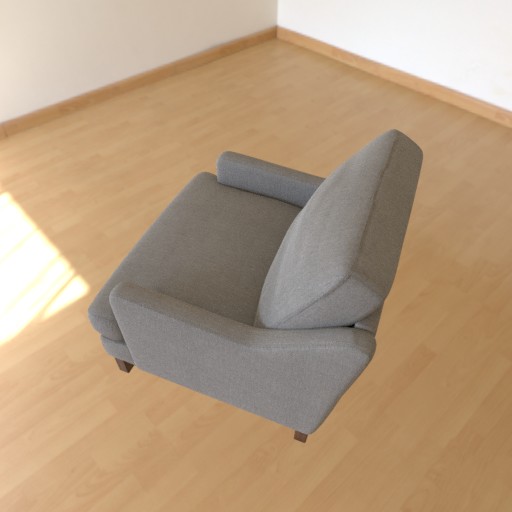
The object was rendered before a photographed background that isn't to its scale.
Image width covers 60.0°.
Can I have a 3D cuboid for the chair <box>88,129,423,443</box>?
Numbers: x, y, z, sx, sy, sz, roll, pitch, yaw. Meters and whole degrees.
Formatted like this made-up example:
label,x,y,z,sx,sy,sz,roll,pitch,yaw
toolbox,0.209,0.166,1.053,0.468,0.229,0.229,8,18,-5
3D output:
label,x,y,z,sx,sy,sz,roll,pitch,yaw
chair,0.000,0.000,1.532,0.892,0.821,0.826,16,49,15
